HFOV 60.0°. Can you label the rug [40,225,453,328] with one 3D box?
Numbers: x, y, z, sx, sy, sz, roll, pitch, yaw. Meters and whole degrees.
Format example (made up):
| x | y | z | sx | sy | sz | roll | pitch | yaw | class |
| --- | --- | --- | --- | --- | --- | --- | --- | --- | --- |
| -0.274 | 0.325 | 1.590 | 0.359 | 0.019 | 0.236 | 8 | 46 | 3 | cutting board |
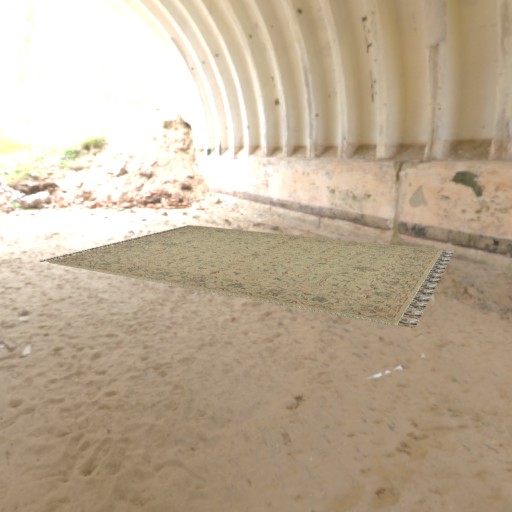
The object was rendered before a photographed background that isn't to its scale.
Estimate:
| x | y | z | sx | sy | sz | roll | pitch | yaw | class |
| --- | --- | --- | --- | --- | --- | --- | --- | --- | --- |
| 0.000 | 0.000 | 2.325 | 1.802 | 0.008 | 1.247 | 7 | 15 | 28 | rug |
